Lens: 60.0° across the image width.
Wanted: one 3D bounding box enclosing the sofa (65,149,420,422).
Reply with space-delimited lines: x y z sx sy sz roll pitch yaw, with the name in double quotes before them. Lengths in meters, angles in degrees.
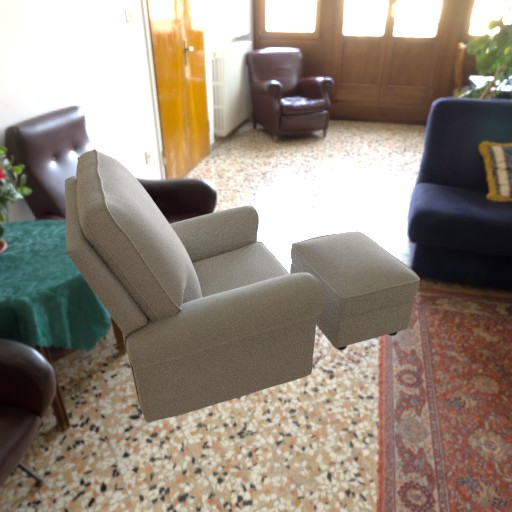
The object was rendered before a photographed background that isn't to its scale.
"sofa" 0.000 0.000 2.009 1.478 0.959 0.880 -11 32 -18
